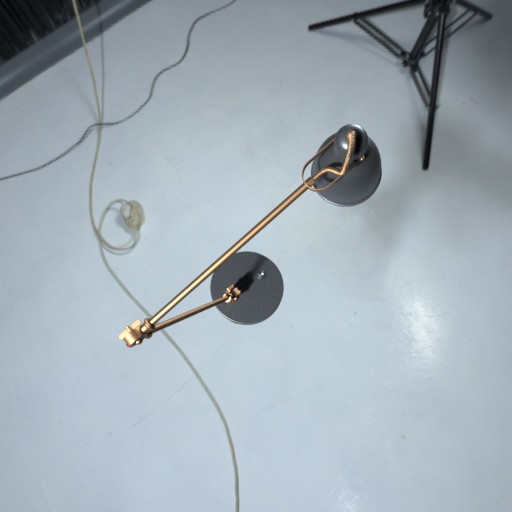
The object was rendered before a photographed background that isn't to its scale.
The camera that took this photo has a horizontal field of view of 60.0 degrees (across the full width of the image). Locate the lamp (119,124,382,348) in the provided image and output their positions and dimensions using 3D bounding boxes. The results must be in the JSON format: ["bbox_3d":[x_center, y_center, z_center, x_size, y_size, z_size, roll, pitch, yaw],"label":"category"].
[{"bbox_3d":[0.000,0.000,0.881,0.561,0.587,0.187,-39,79,-9],"label":"lamp"}]
